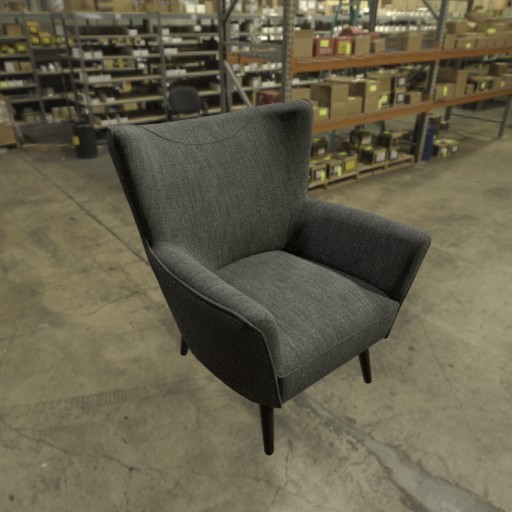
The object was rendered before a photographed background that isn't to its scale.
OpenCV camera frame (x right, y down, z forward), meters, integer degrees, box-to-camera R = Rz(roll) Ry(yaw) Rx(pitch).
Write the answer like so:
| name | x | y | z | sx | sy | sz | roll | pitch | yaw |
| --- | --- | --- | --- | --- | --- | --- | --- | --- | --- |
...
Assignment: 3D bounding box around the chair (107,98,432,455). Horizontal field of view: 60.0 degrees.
| name | x | y | z | sx | sy | sz | roll | pitch | yaw |
| --- | --- | --- | --- | --- | --- | --- | --- | --- | --- |
| chair | 0.000 | 0.000 | 1.553 | 0.781 | 0.933 | 0.888 | -21 | 35 | -34 |
